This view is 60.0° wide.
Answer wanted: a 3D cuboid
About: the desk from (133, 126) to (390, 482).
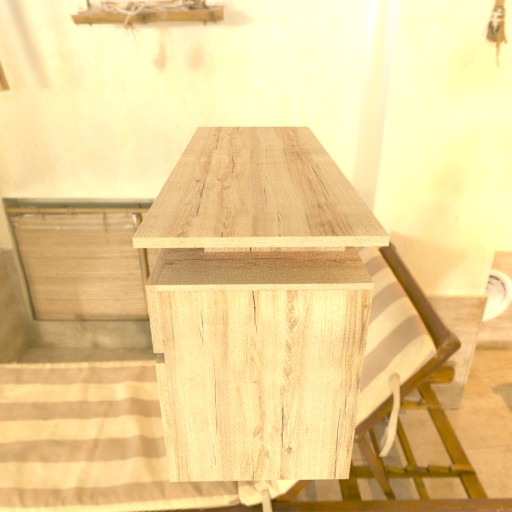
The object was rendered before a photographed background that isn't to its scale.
[{"bbox_3d":[0.000,0.000,1.741,0.550,0.760,1.400,0,26,-1],"label":"desk"}]
